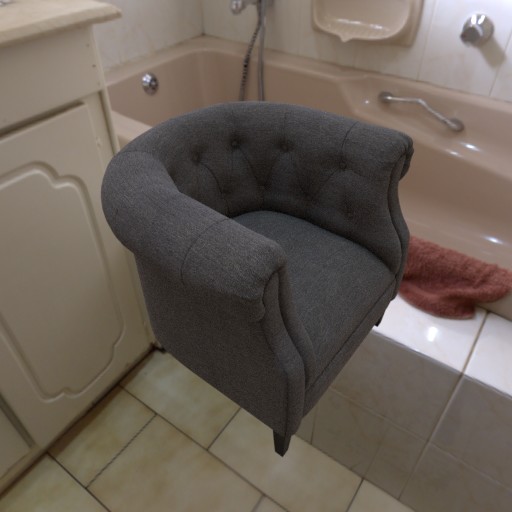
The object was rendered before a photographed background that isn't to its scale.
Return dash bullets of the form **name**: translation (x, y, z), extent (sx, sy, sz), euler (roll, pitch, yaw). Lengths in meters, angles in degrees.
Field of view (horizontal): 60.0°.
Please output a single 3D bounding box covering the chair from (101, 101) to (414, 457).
- **chair**: translation (0.000, 0.000, 1.565), extent (0.852, 0.827, 0.905), euler (27, 48, 28)
